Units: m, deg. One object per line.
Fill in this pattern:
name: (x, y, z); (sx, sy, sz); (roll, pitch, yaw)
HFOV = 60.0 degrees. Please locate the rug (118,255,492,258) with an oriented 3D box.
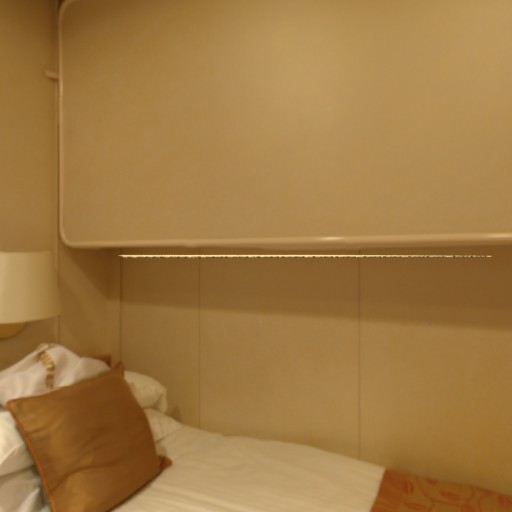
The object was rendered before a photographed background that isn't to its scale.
rug: (0.000, 0.000, 4.105); (2.444, 0.013, 3.043); (0, 0, -18)
